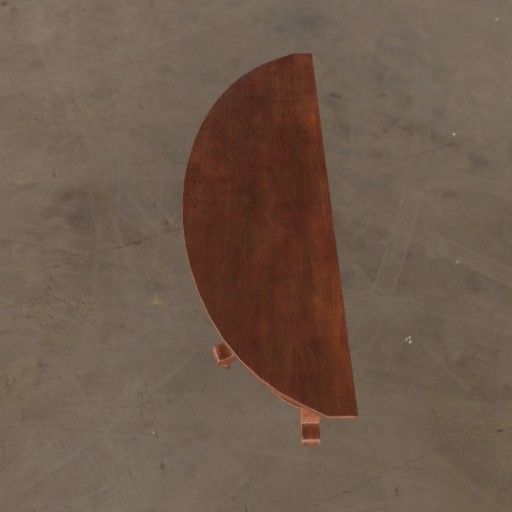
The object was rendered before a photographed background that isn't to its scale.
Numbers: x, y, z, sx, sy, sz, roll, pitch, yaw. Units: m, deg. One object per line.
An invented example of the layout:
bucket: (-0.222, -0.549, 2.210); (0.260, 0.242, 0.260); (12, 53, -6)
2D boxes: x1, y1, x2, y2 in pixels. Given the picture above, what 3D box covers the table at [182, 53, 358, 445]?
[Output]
table: (0.000, 0.000, 1.491); (0.394, 0.699, 1.198); (0, 58, 0)
